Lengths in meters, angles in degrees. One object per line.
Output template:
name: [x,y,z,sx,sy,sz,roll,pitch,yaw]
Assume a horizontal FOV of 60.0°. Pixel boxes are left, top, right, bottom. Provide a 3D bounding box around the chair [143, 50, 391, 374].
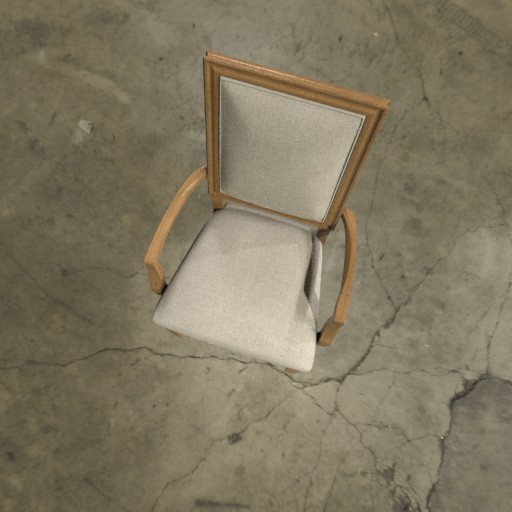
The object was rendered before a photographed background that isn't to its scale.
chair: [0.000,0.000,1.370,0.606,0.990,0.602,17,77,4]
